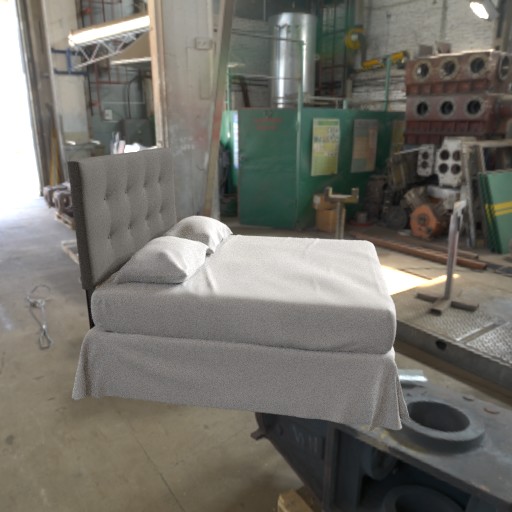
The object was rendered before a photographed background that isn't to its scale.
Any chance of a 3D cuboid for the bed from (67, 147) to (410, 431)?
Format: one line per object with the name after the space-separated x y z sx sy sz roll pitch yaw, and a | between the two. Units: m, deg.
0.000 0.000 3.493 2.222 1.577 1.936 3 17 9 | bed
